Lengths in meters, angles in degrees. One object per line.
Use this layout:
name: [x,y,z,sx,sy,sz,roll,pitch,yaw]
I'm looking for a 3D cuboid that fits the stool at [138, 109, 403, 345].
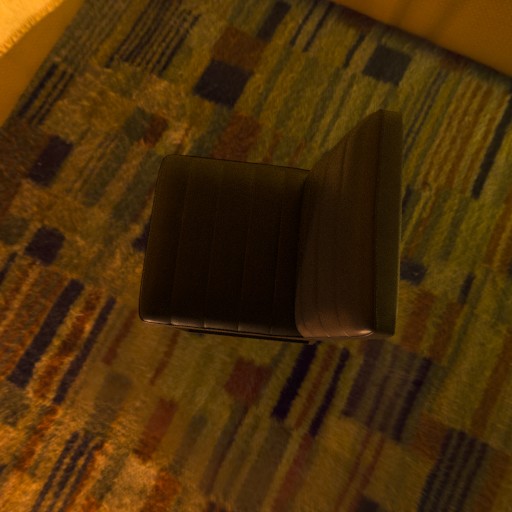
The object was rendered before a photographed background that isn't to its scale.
stool: [0.000,0.000,1.275,0.552,0.938,0.457,5,78,1]
